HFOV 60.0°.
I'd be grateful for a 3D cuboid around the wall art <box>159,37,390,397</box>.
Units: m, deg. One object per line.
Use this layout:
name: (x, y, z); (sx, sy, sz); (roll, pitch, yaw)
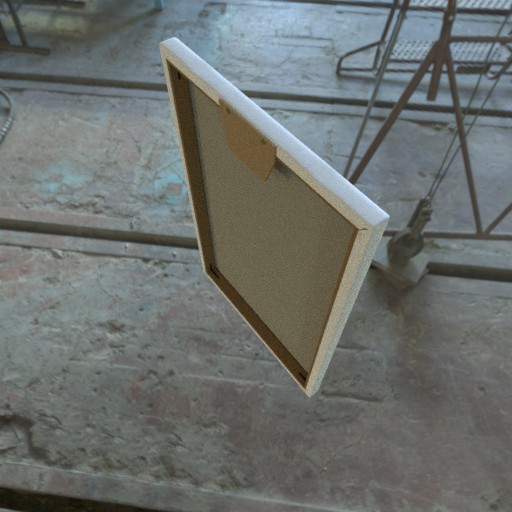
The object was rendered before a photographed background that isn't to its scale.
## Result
wall art: (0.000, 0.000, 1.171); (0.048, 0.916, 0.602); (-34, 63, -19)
